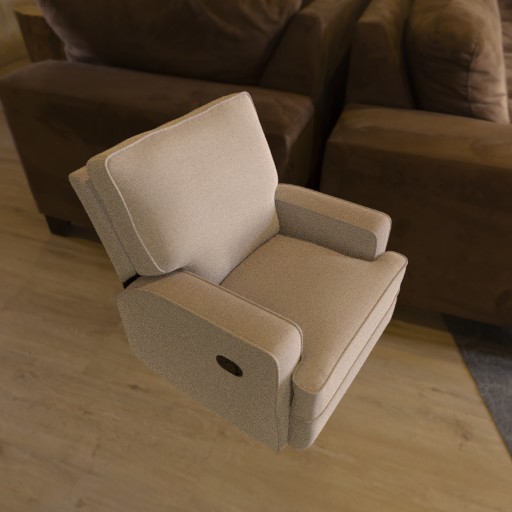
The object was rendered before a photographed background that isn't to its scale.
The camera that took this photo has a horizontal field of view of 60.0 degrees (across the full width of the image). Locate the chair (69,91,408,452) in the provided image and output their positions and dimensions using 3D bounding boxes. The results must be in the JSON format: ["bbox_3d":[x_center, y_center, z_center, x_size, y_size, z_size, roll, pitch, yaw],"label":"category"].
[{"bbox_3d":[0.000,0.000,1.670,0.969,0.964,0.861,24,45,26],"label":"chair"}]
